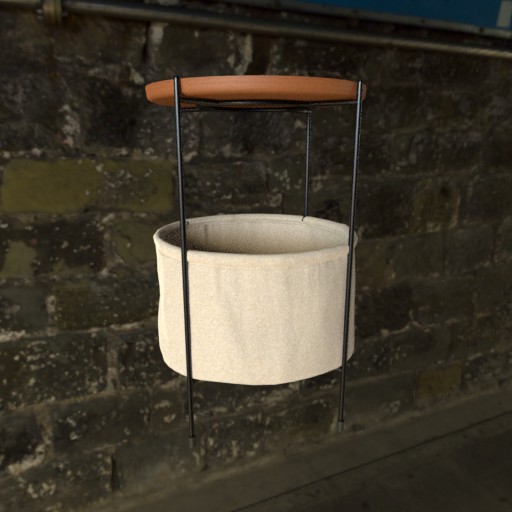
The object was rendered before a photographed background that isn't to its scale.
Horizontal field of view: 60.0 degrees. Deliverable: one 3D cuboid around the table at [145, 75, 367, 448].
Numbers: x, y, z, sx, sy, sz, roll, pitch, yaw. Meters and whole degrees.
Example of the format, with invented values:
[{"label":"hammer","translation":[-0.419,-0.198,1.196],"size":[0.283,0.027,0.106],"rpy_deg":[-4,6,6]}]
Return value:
[{"label":"table","translation":[0.000,0.000,0.875],"size":[0.393,0.623,0.393],"rpy_deg":[-2,15,-9]}]
